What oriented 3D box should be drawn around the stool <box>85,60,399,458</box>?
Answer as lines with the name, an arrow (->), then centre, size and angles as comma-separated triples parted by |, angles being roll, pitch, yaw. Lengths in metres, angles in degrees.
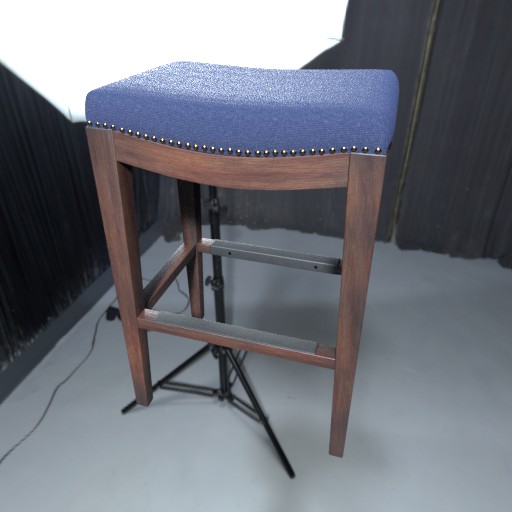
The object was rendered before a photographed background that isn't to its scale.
stool -> 0.000, 0.000, 0.969 | 0.498, 0.740, 0.358 | 9, 33, 14
